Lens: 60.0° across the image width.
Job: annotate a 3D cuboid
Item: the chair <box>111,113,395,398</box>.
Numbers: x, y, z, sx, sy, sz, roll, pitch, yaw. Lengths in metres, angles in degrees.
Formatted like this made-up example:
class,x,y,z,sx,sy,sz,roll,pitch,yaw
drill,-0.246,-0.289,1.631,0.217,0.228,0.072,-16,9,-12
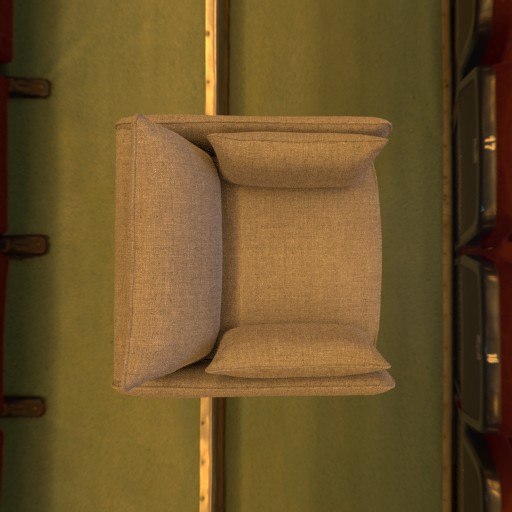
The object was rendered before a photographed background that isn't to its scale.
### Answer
class,x,y,z,sx,sy,sz,roll,pitch,yaw
chair,0.000,0.000,1.666,0.976,0.839,0.993,0,88,0
